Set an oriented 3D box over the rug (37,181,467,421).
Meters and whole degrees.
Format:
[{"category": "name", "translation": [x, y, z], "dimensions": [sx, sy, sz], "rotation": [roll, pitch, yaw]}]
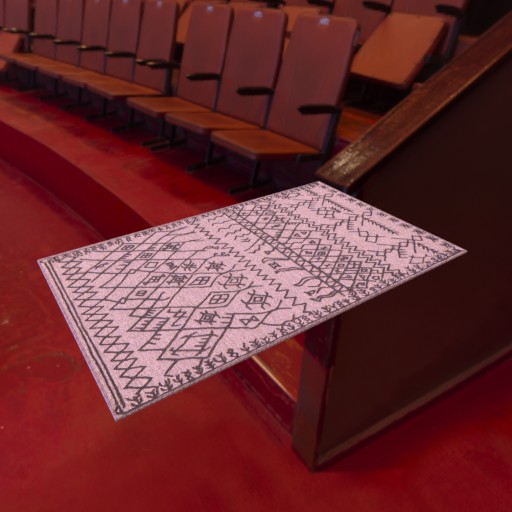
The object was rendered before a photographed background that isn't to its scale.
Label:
[{"category": "rug", "translation": [0.000, 0.000, 2.963], "dimensions": [2.444, 0.012, 1.526], "rotation": [-20, 36, -29]}]
